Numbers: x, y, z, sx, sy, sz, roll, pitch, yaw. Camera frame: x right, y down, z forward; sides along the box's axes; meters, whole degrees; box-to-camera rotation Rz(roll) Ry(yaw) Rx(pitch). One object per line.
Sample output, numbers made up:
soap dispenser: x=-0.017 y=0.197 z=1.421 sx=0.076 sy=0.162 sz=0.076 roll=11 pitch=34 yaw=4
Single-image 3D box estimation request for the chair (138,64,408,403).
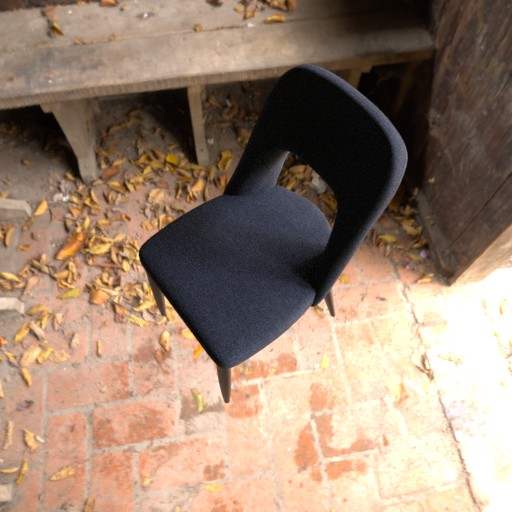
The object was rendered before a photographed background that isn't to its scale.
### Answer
chair: x=0.000 y=0.000 z=1.328 sx=0.612 sy=0.931 sz=0.470 roll=-35 pitch=68 yaw=-16
